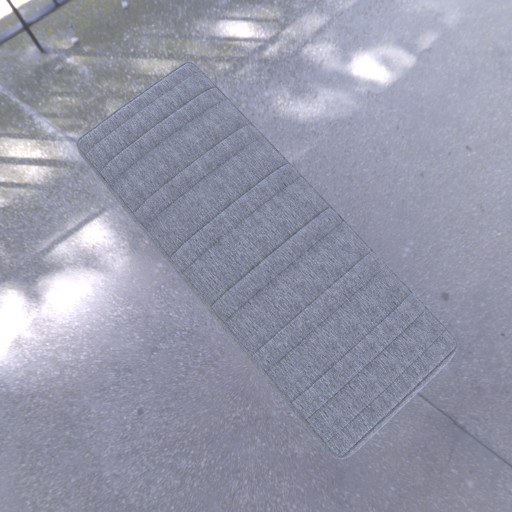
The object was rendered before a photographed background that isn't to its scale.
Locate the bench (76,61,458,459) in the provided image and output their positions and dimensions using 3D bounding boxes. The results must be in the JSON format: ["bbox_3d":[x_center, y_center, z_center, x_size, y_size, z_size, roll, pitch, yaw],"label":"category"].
[{"bbox_3d":[0.000,0.000,1.340,0.429,0.470,1.100,-40,79,-9],"label":"bench"}]
